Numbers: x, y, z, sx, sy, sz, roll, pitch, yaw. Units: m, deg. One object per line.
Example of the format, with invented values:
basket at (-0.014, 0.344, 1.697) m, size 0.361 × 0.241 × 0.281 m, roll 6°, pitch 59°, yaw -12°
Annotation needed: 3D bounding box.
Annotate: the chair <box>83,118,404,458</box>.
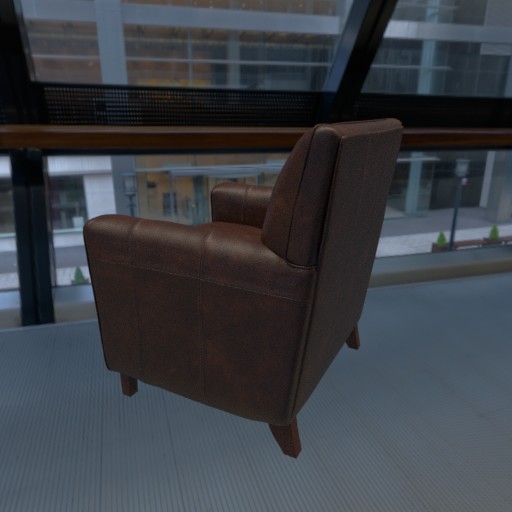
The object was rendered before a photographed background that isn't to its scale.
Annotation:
chair at (0.000, 0.000, 1.598) m, size 0.823 × 0.943 × 0.870 m, roll 9°, pitch 20°, yaw 25°
